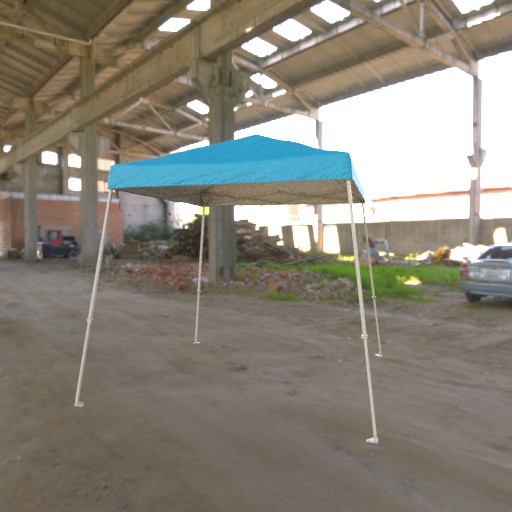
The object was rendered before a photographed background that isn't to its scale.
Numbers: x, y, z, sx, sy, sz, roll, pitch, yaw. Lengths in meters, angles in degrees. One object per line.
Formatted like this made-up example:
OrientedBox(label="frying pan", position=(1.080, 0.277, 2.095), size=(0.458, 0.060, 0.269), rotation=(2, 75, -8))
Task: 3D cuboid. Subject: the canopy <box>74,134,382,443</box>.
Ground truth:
OrientedBox(label="canopy", position=(0.000, 0.000, 6.598), size=(3.599, 3.600, 3.600), rotation=(1, 2, 16))
